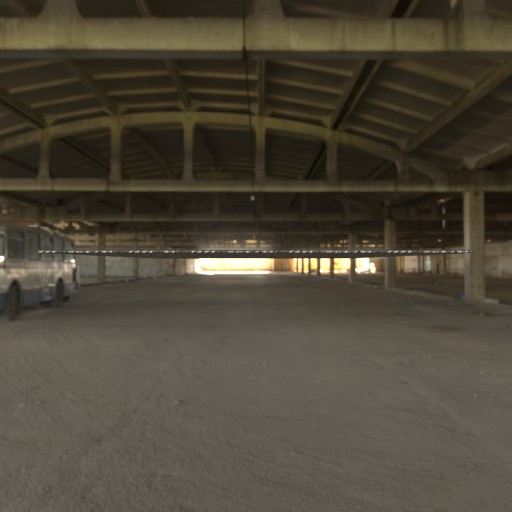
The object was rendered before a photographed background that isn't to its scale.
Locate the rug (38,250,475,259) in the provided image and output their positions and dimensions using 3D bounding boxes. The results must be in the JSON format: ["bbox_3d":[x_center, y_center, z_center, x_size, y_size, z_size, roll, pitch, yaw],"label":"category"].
[{"bbox_3d":[0.000,0.000,3.757,2.306,0.017,2.902,0,-1,0],"label":"rug"}]
